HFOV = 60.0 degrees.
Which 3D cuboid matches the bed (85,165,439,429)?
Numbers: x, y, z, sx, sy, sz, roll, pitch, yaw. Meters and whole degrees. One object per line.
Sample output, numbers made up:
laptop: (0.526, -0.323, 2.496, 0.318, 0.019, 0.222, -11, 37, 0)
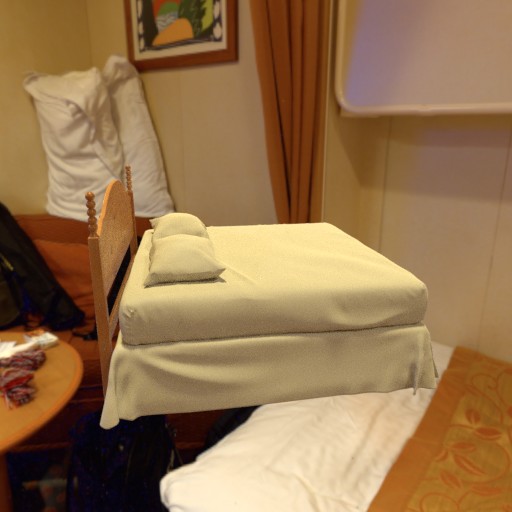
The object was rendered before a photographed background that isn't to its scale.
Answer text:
bed: (0.000, 0.000, 3.641, 2.219, 1.355, 2.322, -3, 16, -9)
